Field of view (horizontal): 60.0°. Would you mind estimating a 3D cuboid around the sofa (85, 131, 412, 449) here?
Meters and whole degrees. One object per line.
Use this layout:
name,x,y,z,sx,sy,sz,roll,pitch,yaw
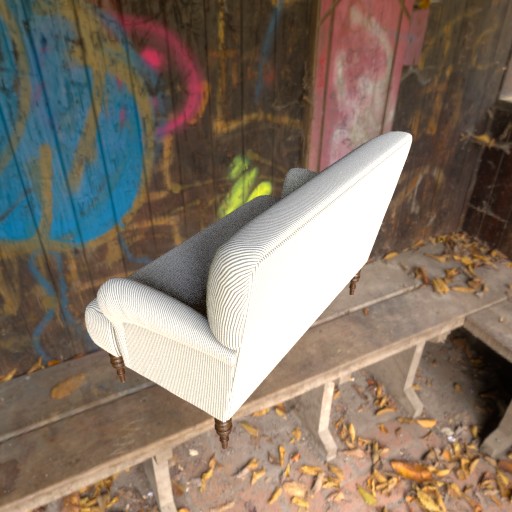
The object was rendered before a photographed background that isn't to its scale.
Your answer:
sofa,0.000,0.000,1.837,0.779,0.889,1.297,21,38,29
